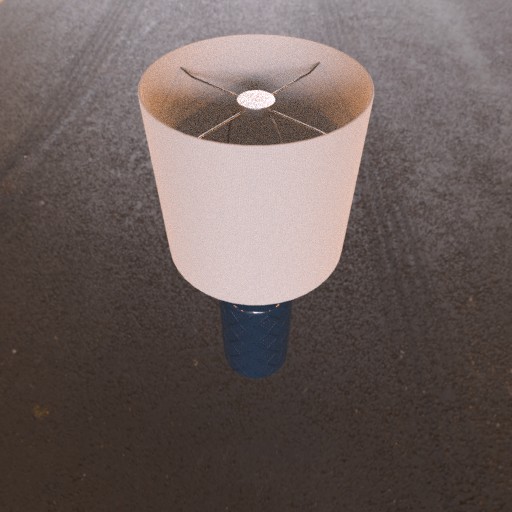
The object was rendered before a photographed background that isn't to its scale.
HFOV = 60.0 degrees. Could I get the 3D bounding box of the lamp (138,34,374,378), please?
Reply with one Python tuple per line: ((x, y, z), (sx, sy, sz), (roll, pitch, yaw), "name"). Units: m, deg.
((0.000, 0.000, 0.562), (0.207, 0.461, 0.207), (32, 55, 26), "lamp")
